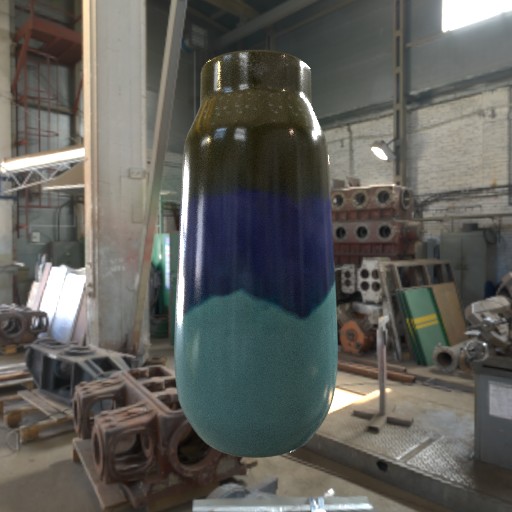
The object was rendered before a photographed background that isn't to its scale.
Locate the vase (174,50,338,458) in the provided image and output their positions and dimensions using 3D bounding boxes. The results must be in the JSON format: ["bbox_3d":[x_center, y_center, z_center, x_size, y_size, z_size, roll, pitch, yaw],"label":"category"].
[{"bbox_3d":[0.000,0.000,0.380,0.139,0.313,0.139,0,1,0],"label":"vase"}]
